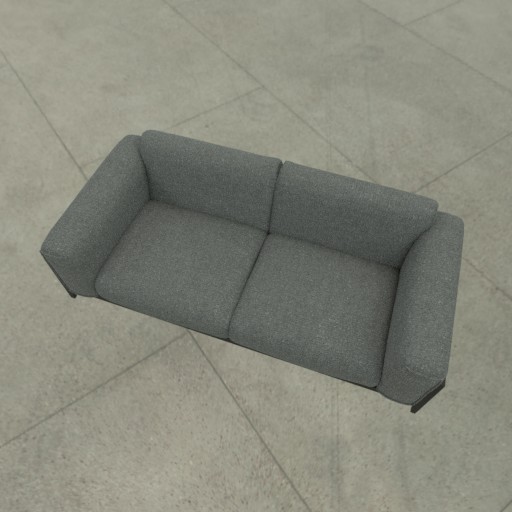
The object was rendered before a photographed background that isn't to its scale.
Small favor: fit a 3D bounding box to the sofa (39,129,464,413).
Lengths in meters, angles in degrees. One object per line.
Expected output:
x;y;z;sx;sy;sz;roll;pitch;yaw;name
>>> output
0.000;0.000;2.523;2.125;0.703;0.985;16;57;11;sofa
